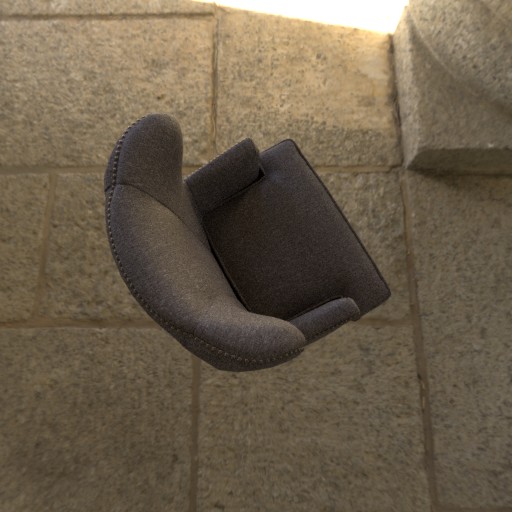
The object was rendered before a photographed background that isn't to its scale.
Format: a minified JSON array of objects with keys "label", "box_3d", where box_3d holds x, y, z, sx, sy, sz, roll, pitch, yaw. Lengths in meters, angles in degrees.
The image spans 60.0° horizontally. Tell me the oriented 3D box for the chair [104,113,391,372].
[{"label":"chair","box_3d":[0.000,0.000,1.611,0.758,1.060,0.759,-29,77,-7]}]
